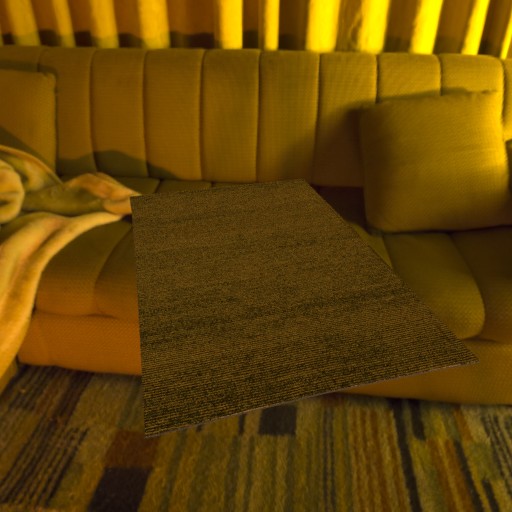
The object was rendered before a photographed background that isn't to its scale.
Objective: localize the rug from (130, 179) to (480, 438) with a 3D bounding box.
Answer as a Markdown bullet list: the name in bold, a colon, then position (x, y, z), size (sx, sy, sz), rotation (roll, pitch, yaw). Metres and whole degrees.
- **rug**: position (0.000, 0.000, 2.135), size (1.145, 0.021, 1.777), rotation (-8, 32, -13)
